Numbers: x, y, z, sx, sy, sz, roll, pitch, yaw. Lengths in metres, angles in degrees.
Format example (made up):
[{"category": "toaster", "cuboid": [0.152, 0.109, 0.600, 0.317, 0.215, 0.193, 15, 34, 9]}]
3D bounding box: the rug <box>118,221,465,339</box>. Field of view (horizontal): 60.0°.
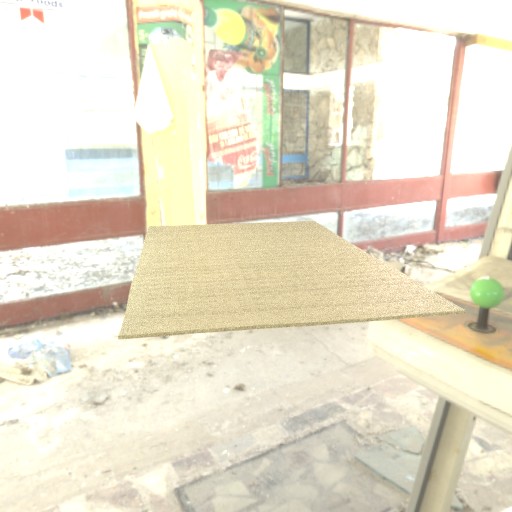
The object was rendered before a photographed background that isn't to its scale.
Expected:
[{"category": "rug", "cuboid": [0.000, 0.000, 2.967, 1.532, 0.018, 2.297, -3, 15, -10]}]
